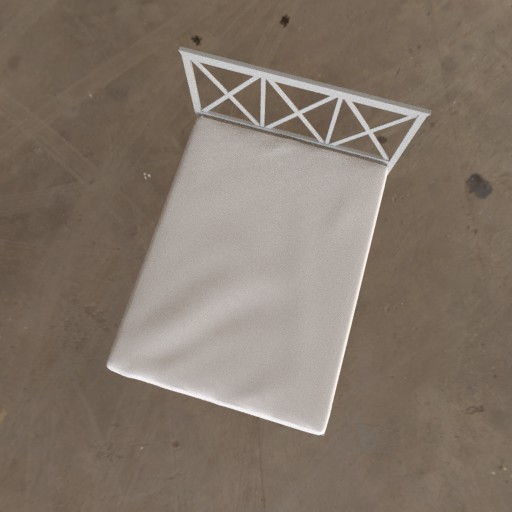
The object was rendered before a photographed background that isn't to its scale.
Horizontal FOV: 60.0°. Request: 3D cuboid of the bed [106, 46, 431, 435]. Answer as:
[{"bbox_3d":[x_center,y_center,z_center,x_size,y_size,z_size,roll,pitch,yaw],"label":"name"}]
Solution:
[{"bbox_3d":[0.000,0.000,3.198,1.673,1.253,2.135,16,76,4],"label":"bed"}]
